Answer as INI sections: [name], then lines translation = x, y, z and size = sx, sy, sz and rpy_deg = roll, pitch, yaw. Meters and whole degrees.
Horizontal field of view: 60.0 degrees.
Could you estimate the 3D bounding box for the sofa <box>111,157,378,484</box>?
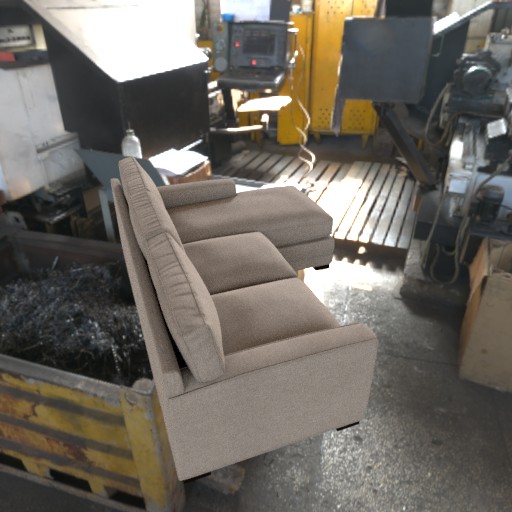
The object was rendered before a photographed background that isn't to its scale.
[sofa]
translation = 0.000, 0.000, 2.756
size = 1.496, 0.861, 2.087
rpy_deg = -11, 32, -18
